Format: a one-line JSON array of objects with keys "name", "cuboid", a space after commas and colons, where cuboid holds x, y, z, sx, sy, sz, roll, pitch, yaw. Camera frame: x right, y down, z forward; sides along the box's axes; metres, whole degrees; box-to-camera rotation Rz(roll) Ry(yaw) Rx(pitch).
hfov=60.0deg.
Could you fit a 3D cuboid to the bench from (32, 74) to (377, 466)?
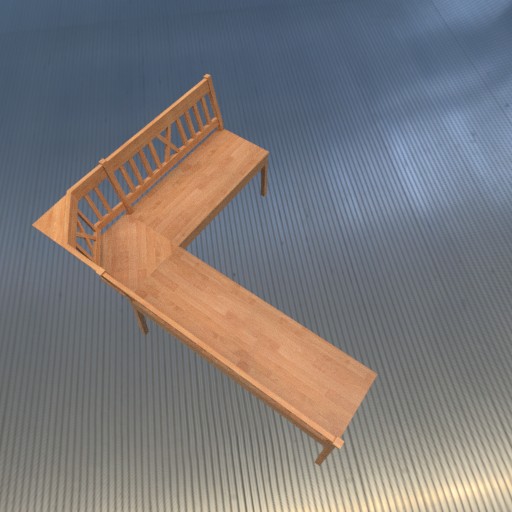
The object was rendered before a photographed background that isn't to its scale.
[{"name": "bench", "cuboid": [0.000, 0.000, 2.785, 1.937, 0.902, 1.537, 31, 63, 18]}]
